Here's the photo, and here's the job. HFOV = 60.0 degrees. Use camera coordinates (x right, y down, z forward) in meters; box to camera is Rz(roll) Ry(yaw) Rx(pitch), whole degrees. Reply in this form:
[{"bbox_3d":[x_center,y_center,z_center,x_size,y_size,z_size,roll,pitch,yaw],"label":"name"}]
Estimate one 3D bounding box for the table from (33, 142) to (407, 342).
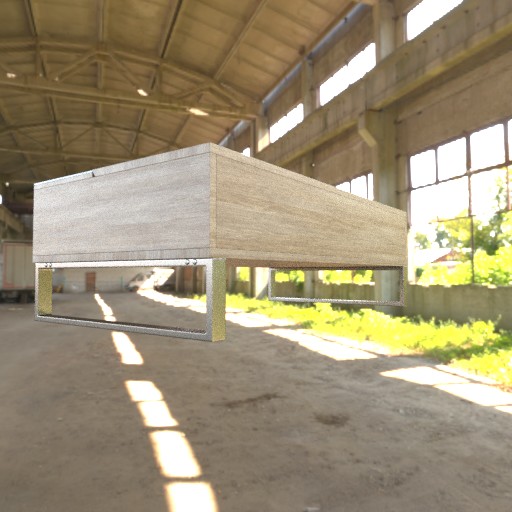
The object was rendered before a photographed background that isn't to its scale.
[{"bbox_3d":[0.000,0.000,1.392,0.600,0.350,1.100,-2,-3,36],"label":"table"}]
